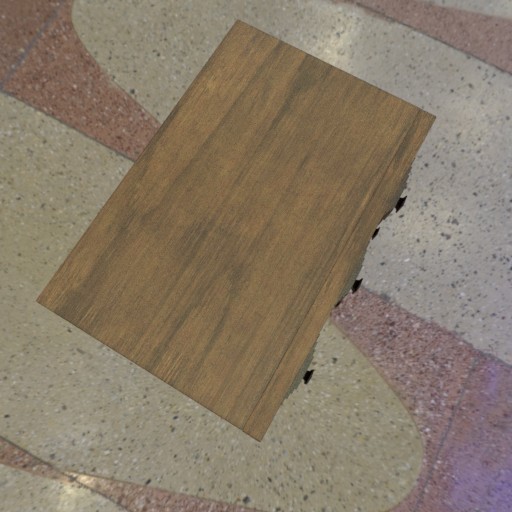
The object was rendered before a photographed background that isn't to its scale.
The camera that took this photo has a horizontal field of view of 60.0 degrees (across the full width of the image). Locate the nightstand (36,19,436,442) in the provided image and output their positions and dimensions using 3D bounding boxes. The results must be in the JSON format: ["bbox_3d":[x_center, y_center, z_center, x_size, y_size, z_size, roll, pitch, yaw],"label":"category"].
[{"bbox_3d":[0.000,0.000,1.019,0.437,0.610,0.610,29,77,7],"label":"nightstand"}]
